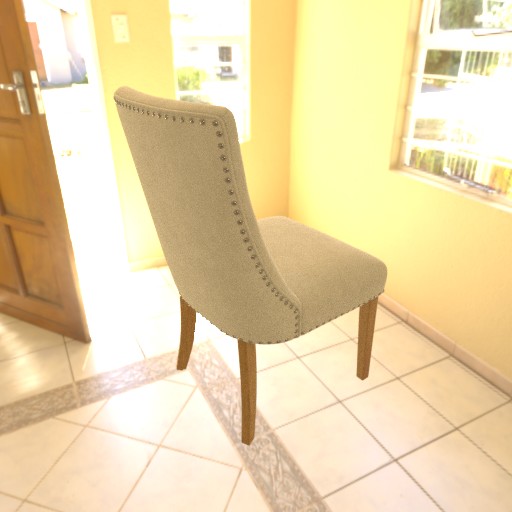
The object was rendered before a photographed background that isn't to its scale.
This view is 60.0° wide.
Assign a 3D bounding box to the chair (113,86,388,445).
[{"bbox_3d":[0.000,0.000,1.257,0.610,0.902,0.495,-19,32,-33],"label":"chair"}]
